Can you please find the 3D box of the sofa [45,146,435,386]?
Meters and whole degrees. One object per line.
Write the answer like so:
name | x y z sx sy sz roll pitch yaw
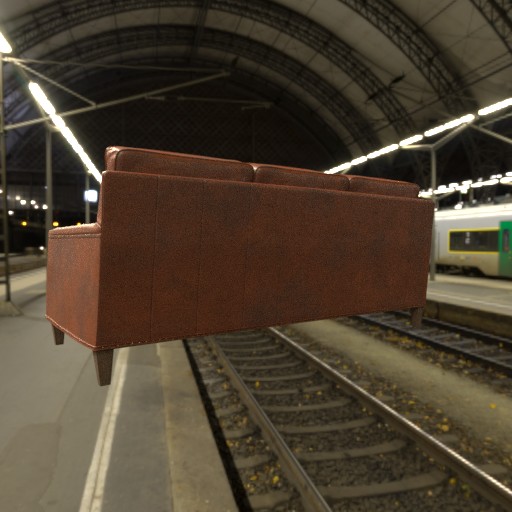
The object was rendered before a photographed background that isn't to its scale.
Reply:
sofa | 0.000 0.000 2.747 2.240 1.003 1.084 -1 2 -35
